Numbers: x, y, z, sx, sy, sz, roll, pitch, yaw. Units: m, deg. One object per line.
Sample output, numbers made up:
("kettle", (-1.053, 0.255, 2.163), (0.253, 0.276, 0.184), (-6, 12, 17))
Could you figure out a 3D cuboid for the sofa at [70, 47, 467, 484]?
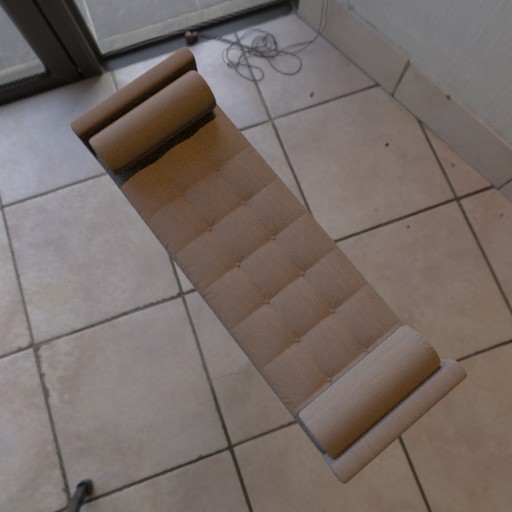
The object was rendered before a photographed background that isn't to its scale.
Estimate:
("sofa", (0.000, 0.000, 2.235), (0.686, 0.635, 1.981), (-37, 80, -8))
